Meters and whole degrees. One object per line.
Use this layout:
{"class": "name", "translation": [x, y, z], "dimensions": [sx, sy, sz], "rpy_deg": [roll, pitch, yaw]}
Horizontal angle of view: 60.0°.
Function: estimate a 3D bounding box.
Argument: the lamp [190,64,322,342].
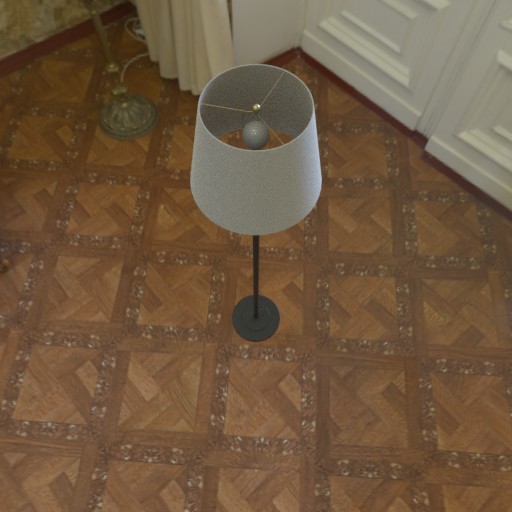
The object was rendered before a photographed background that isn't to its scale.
{"class": "lamp", "translation": [0.000, 0.000, 1.605], "dimensions": [0.348, 1.473, 0.348], "rpy_deg": [2, 64, 1]}
